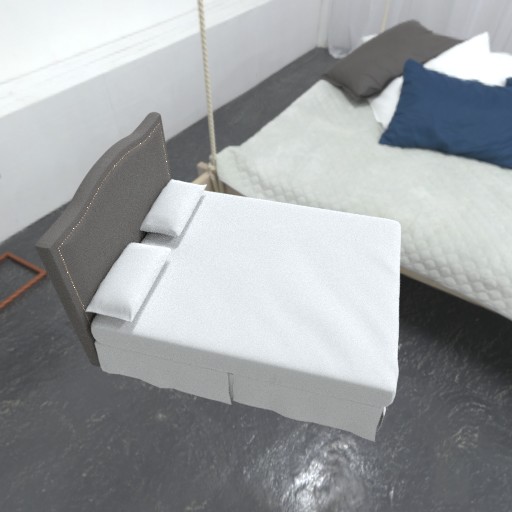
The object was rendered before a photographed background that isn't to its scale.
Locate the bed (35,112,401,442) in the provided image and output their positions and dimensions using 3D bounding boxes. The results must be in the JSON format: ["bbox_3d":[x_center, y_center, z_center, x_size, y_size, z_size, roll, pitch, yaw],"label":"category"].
[{"bbox_3d":[0.000,0.000,3.436,2.282,1.436,1.821,10,46,10],"label":"bed"}]
